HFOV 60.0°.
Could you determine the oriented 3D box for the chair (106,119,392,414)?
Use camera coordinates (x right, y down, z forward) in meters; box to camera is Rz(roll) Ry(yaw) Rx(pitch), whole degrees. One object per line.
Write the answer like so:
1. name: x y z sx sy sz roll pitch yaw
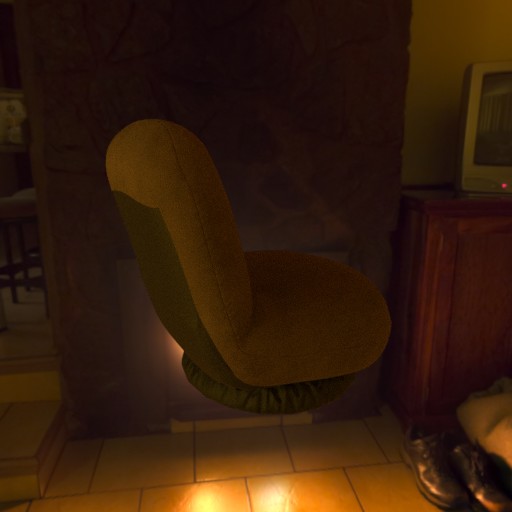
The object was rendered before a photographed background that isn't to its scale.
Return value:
1. chair: 0.000 0.000 1.027 0.597 0.594 0.521 -7 16 -27
